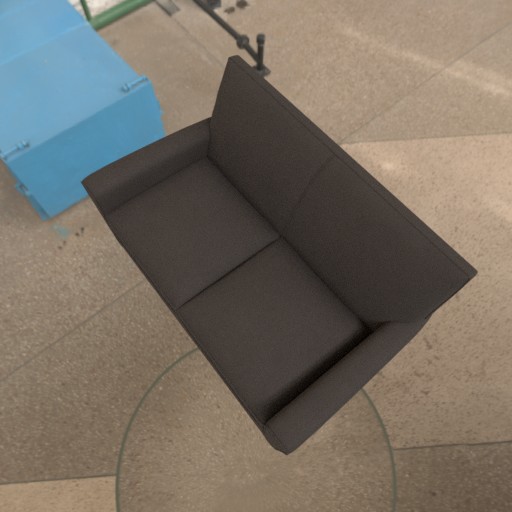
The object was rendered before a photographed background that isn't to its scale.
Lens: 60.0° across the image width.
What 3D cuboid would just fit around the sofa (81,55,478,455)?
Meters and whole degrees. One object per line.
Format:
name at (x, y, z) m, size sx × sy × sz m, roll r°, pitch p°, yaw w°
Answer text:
sofa at (0.000, 0.000, 1.983) m, size 0.871 × 0.846 × 1.420 m, roll -36°, pitch 69°, yaw -16°
